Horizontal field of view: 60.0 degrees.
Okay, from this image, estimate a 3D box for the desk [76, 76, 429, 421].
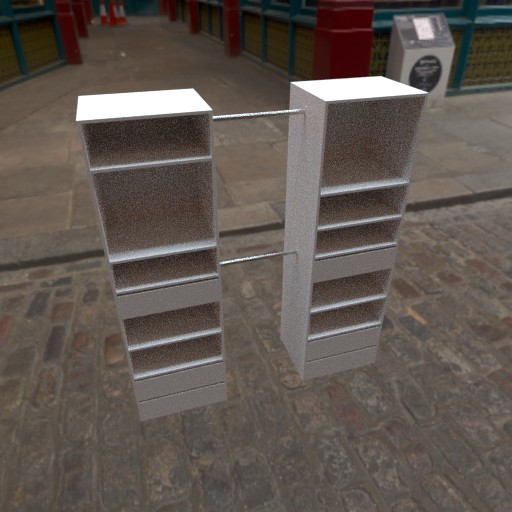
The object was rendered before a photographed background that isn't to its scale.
[{"bbox_3d":[0.000,0.000,2.855,1.770,2.000,0.480,-10,34,-15],"label":"desk"}]
